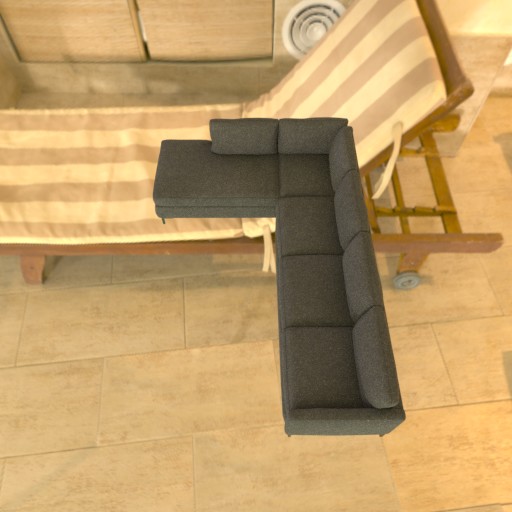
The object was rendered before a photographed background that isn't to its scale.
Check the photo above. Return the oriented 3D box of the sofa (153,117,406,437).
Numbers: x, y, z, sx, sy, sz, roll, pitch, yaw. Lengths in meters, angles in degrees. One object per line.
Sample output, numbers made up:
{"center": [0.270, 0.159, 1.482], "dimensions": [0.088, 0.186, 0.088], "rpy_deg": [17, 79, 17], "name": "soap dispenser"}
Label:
{"center": [0.000, 0.000, 3.916], "dimensions": [2.007, 0.815, 2.949], "rpy_deg": [0, 57, 0], "name": "sofa"}
